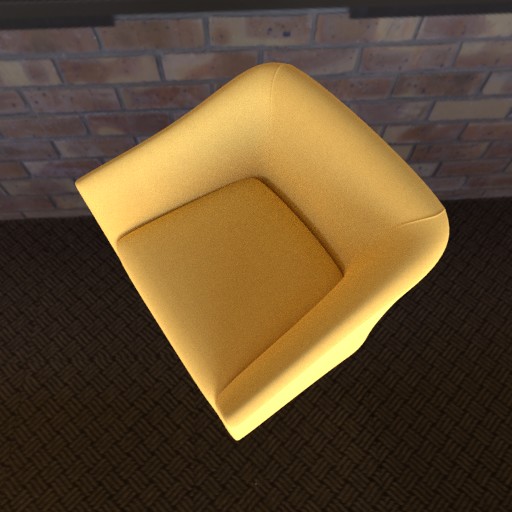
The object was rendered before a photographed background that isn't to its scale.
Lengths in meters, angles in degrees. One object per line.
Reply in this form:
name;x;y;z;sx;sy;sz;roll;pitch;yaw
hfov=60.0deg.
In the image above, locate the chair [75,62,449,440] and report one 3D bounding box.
chair;0.000;0.000;1.355;0.700;0.720;0.790;-32;67;-15
